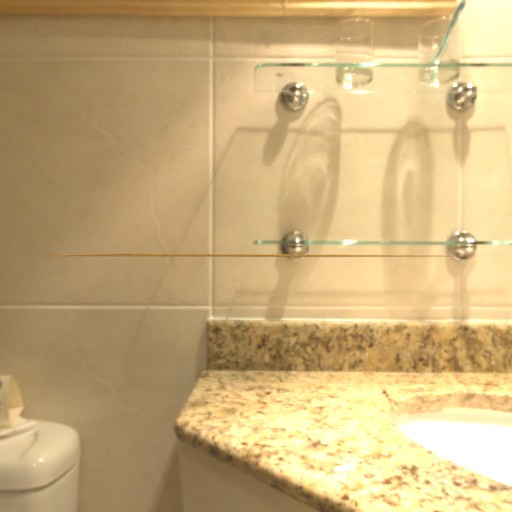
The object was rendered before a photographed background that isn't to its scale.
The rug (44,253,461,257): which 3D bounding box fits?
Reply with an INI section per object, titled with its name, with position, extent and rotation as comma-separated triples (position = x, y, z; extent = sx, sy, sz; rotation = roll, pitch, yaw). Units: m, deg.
[rug]
position = 0.000, 0.000, 3.723
extent = 2.895, 0.006, 1.981
rotation = 0, 0, -36
